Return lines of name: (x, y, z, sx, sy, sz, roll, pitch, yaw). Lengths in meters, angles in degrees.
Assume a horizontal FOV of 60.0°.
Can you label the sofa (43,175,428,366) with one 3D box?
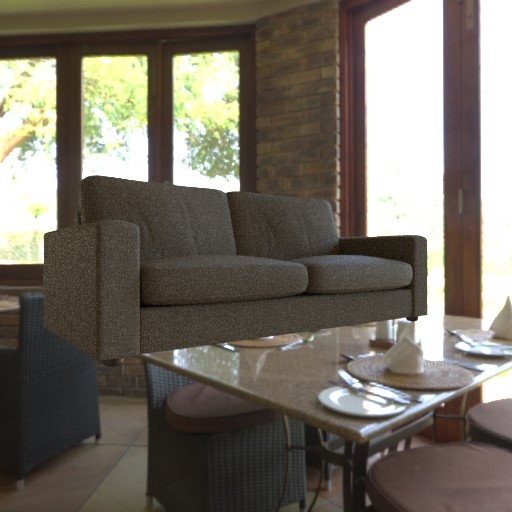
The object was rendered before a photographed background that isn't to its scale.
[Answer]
sofa: (0.000, 0.000, 2.683, 2.179, 0.873, 1.016, 0, 0, -37)
